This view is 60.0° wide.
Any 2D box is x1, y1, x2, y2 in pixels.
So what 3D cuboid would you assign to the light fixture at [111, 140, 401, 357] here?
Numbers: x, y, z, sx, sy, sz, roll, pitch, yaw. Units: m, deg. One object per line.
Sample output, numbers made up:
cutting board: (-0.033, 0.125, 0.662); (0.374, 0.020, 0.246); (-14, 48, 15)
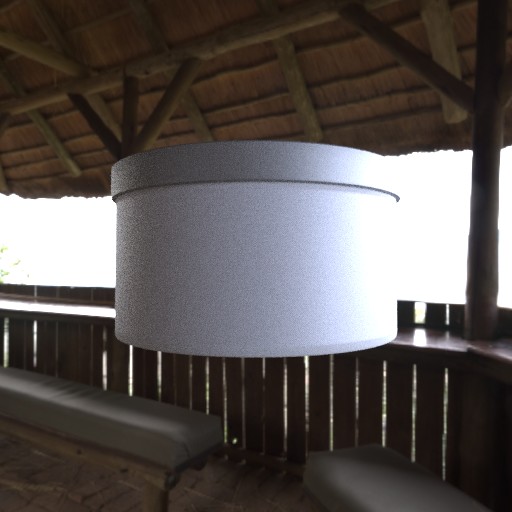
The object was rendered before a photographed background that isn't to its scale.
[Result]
light fixture: (0.000, 0.000, 0.632); (0.393, 0.229, 0.393); (0, -1, 0)
